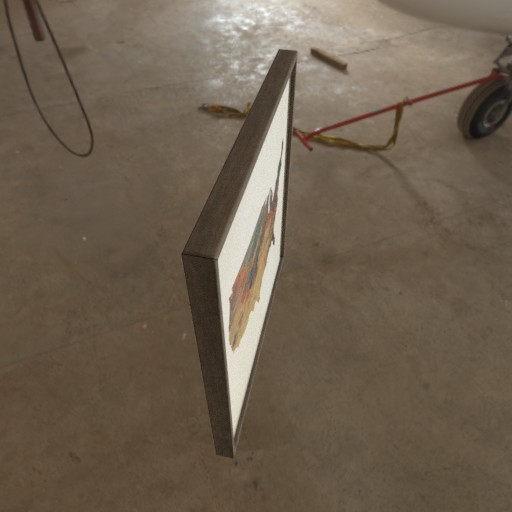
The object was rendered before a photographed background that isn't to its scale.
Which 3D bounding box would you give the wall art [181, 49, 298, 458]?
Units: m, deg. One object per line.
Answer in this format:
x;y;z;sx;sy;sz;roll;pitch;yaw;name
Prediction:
0.000;0.000;1.140;0.050;0.751;0.749;9;47;9;wall art
